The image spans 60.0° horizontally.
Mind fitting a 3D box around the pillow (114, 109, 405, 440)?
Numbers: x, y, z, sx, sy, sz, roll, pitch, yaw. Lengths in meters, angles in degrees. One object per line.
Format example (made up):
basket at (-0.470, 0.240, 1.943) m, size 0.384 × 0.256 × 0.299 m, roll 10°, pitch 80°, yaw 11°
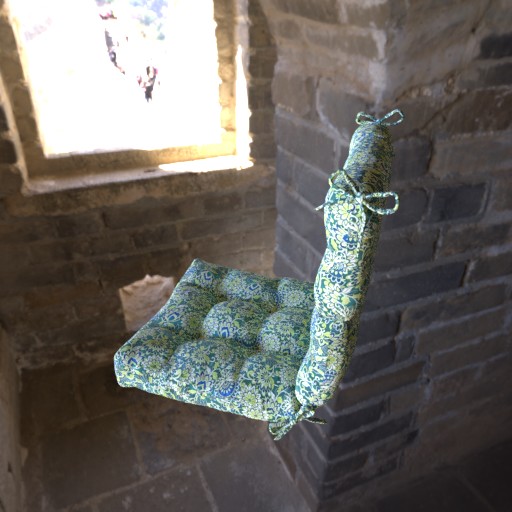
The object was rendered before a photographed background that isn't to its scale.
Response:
pillow at (0.000, 0.000, 1.029) m, size 0.571 × 0.605 × 0.519 m, roll 9°, pitch 32°, yaw 15°
